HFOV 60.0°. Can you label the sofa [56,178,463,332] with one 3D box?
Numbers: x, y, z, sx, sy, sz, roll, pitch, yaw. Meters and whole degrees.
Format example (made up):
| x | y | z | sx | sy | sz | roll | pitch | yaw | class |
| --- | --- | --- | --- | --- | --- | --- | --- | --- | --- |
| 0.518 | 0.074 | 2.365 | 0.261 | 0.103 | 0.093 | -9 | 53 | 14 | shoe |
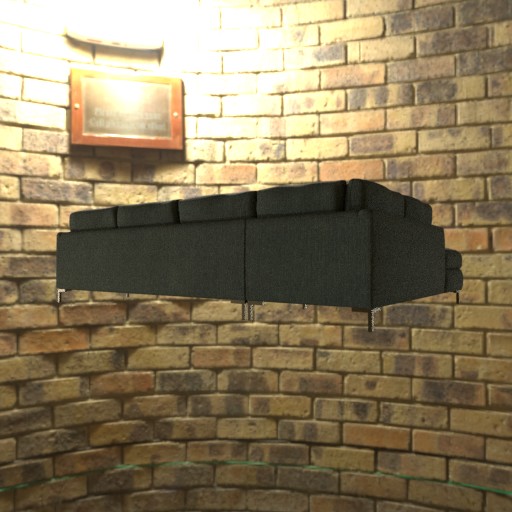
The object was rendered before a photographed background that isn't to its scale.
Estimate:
| x | y | z | sx | sy | sz | roll | pitch | yaw | class |
| --- | --- | --- | --- | --- | --- | --- | --- | --- | --- |
| 0.000 | 0.000 | 3.842 | 2.949 | 0.815 | 2.007 | -1 | -1 | 36 | sofa |
